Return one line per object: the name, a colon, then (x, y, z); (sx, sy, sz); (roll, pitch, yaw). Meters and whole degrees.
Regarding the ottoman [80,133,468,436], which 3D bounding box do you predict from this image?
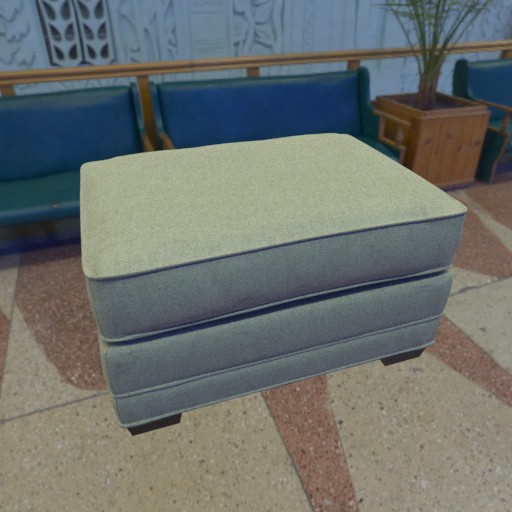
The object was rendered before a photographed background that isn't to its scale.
ottoman: (0.000, 0.000, 1.206); (0.848, 0.508, 0.611); (-10, 34, -16)
